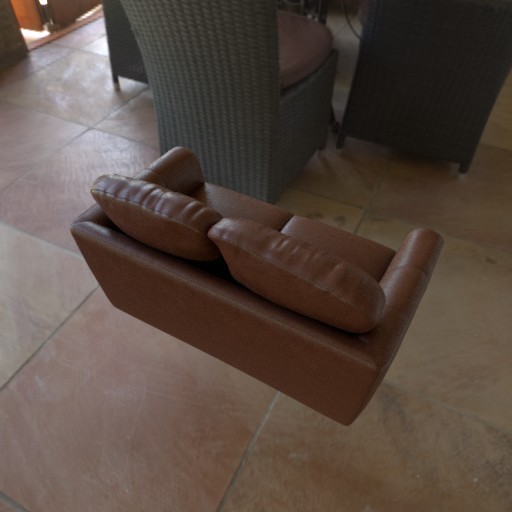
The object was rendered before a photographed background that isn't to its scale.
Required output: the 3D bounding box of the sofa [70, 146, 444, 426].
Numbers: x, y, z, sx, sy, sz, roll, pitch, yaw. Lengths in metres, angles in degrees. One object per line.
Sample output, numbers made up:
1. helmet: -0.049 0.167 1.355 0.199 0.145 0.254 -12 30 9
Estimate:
1. sofa: 0.000 0.000 1.959 1.406 0.906 0.805 22 50 20
